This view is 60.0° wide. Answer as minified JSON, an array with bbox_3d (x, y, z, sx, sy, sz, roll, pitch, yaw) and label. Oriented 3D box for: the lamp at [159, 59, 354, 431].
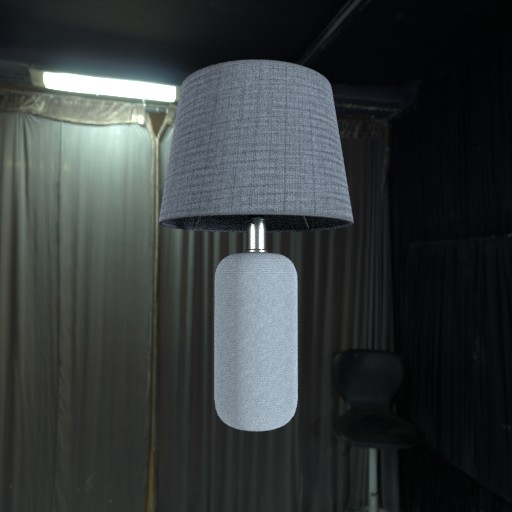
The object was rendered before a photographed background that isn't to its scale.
[{"bbox_3d":[0.000,0.000,0.583,0.251,0.429,0.251,0,-1,0],"label":"lamp"}]
